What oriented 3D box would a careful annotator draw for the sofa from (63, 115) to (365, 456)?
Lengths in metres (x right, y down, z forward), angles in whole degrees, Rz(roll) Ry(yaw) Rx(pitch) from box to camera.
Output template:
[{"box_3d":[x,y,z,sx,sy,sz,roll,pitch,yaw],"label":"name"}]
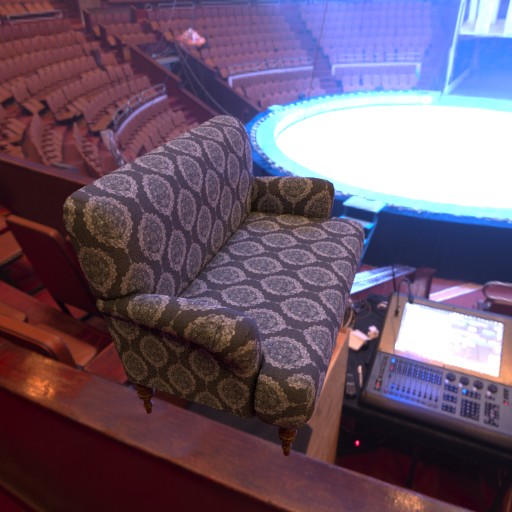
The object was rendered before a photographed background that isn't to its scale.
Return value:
[{"box_3d":[0.000,0.000,1.831,0.779,0.867,1.297,10,32,17],"label":"sofa"}]
